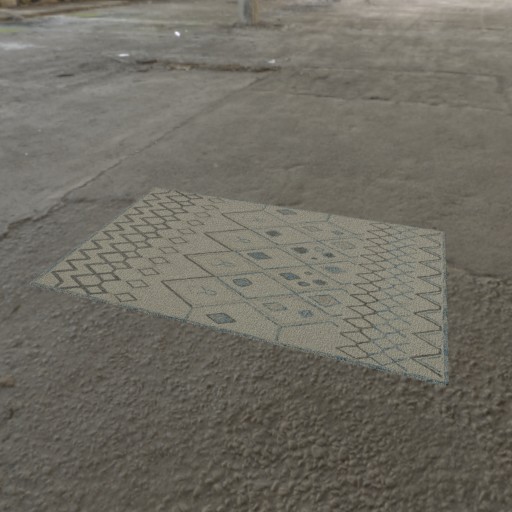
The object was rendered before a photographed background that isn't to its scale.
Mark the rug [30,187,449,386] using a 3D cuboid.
[{"bbox_3d":[0.000,0.000,3.006,2.439,0.015,1.524,11,35,16],"label":"rug"}]
